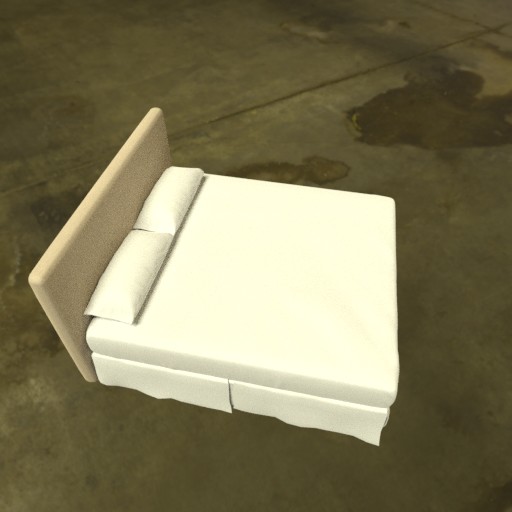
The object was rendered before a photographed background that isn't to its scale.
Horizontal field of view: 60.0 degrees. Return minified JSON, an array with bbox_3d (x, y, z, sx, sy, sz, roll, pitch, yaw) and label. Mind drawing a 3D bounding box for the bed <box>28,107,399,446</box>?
[{"bbox_3d":[0.000,0.000,3.551,2.319,1.317,2.119,9,47,8],"label":"bed"}]
